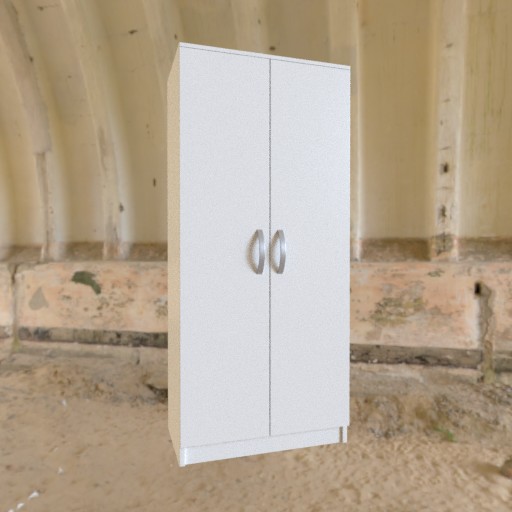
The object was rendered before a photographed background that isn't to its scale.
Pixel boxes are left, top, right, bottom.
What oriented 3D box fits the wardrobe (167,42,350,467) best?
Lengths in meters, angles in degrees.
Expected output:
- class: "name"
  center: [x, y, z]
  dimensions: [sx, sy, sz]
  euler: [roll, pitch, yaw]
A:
- class: "wardrobe"
  center: [0.000, 0.000, 2.065]
  dimensions: [0.760, 1.700, 0.470]
  euler: [0, 1, -18]
